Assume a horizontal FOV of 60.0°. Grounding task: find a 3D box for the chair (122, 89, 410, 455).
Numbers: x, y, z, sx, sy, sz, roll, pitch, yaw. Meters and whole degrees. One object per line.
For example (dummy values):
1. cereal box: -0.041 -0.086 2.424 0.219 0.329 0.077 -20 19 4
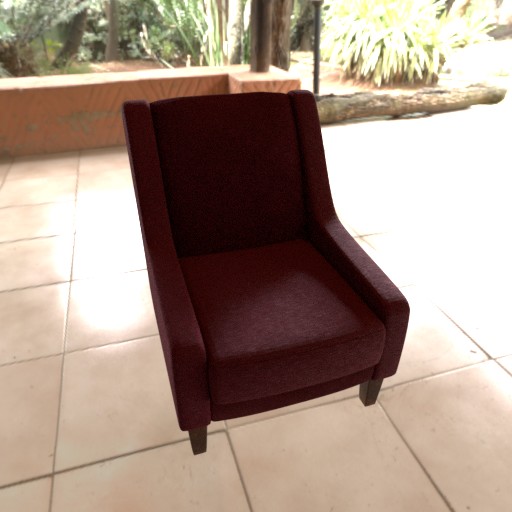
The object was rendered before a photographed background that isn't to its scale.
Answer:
1. chair: 0.000 0.000 1.673 0.793 1.017 0.985 -10 32 -16
